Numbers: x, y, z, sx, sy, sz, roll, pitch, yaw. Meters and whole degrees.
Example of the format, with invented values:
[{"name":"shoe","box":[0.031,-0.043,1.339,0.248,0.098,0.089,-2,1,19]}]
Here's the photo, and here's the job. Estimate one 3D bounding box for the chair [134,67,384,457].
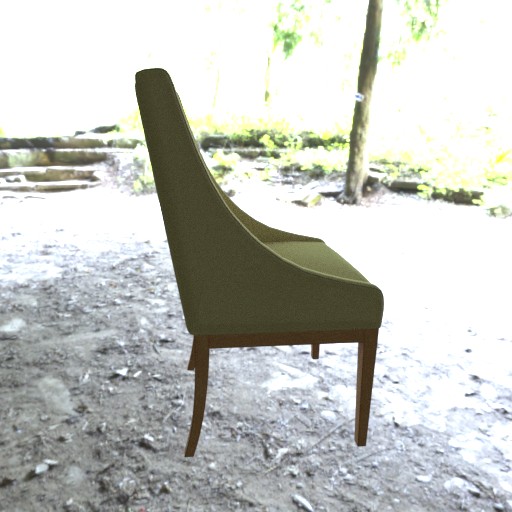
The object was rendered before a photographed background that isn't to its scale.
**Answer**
[{"name":"chair","box":[0.000,0.000,1.380,0.611,1.021,0.575,-2,16,-7]}]
